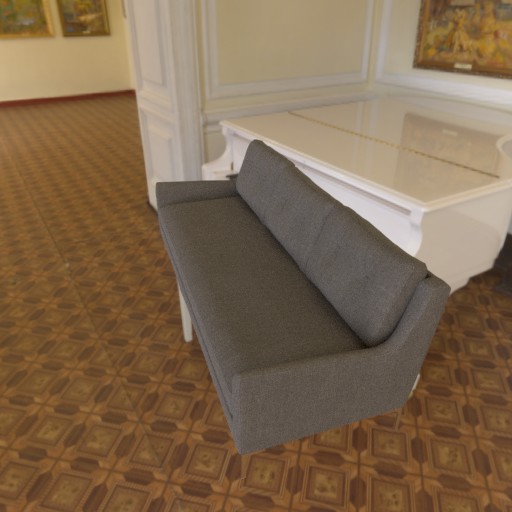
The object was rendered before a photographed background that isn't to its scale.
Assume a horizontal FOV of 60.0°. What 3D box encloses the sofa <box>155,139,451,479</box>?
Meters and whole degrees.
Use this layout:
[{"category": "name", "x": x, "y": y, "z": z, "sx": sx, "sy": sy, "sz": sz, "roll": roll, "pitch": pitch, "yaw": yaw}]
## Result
[{"category": "sofa", "x": 0.000, "y": 0.000, "z": 2.522, "sx": 0.849, "sy": 0.837, "sz": 2.060, "roll": -10, "pitch": 31, "yaw": -16}]
